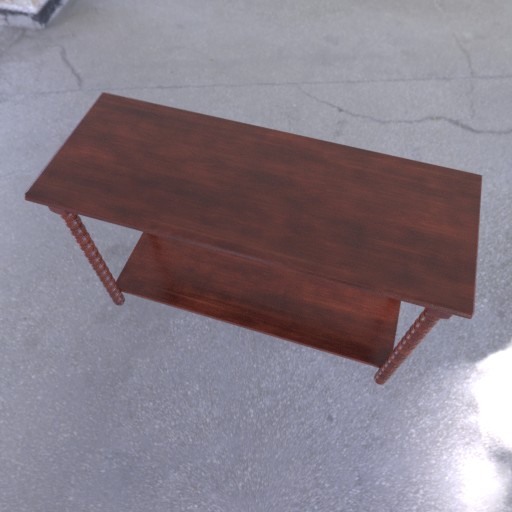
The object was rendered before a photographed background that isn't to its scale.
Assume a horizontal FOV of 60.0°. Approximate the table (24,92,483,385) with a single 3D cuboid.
[{"bbox_3d":[0.000,0.000,1.525,1.184,0.740,0.459,15,59,9],"label":"table"}]
